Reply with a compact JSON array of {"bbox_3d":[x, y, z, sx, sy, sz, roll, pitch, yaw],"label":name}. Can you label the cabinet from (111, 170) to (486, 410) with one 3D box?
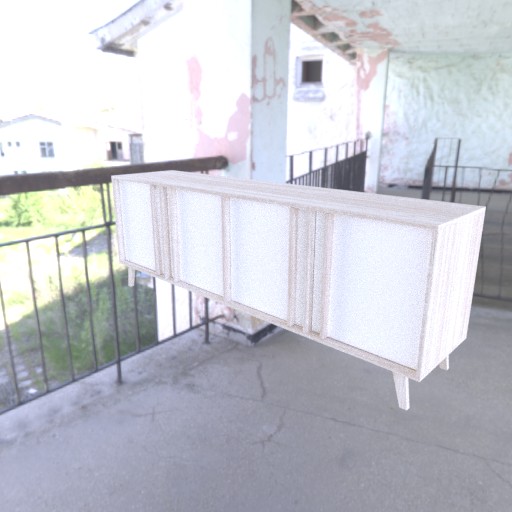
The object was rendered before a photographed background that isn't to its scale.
[{"bbox_3d":[0.000,0.000,2.533,2.200,0.780,0.500,15,22,41],"label":"cabinet"}]
